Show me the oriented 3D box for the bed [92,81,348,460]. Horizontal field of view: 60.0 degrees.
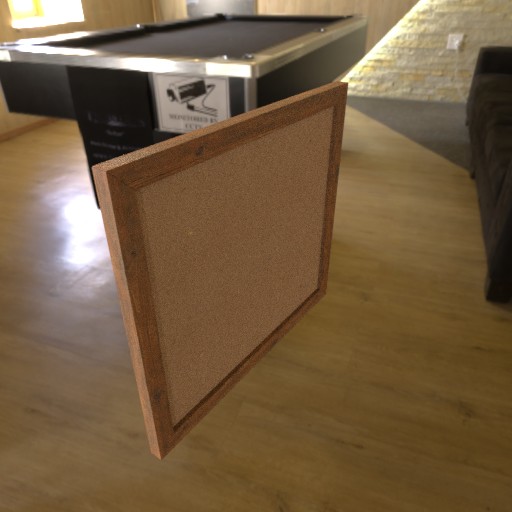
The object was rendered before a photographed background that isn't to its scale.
[{"bbox_3d":[0.000,0.000,1.480,0.046,0.942,1.046,22,38,30],"label":"bed"}]
